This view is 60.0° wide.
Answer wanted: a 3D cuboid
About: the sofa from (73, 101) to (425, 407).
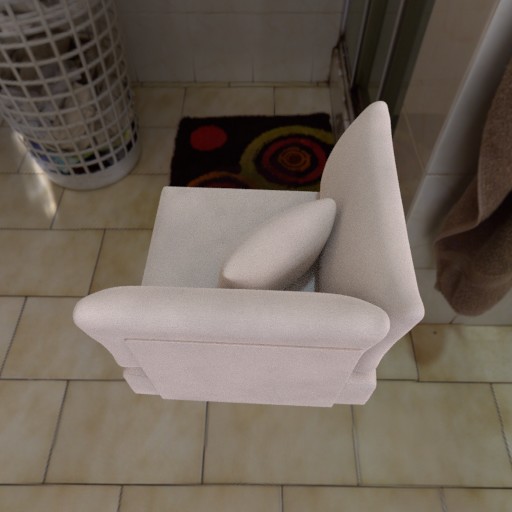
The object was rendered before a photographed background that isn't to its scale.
[{"bbox_3d":[0.000,0.000,1.798,1.000,0.820,1.000,2,57,2],"label":"sofa"}]
